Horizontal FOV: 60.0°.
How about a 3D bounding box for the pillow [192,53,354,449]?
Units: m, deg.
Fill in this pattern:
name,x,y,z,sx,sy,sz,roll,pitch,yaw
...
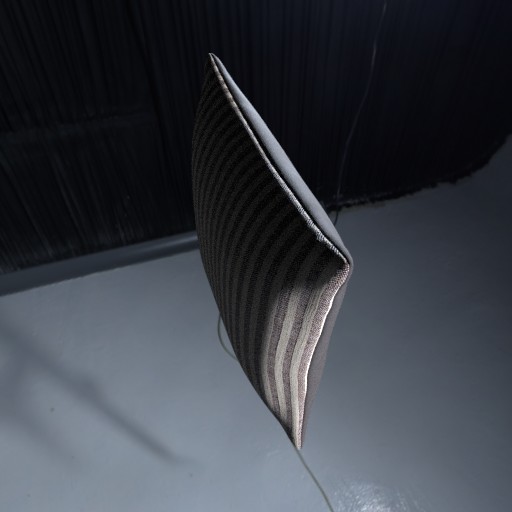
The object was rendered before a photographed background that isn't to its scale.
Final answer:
name,x,y,z,sx,sy,sz,roll,pitch,yaw
pillow,0.000,0.000,0.779,0.166,0.506,0.523,-14,49,-13
